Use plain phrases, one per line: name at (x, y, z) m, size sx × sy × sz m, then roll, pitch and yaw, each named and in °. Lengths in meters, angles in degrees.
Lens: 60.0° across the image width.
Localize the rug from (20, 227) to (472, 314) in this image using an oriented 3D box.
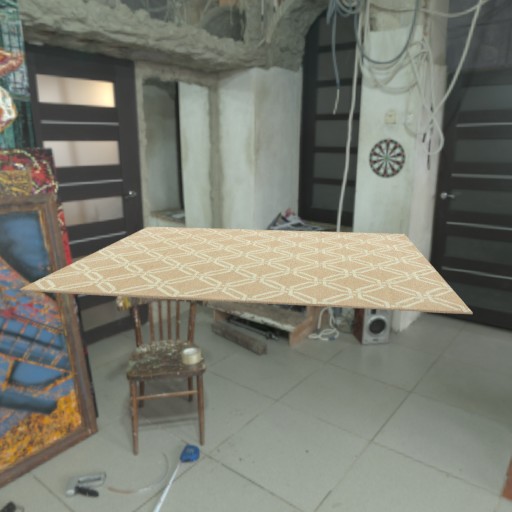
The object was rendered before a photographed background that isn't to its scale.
rug at (0.000, 0.000, 3.883) m, size 2.895 × 0.018 × 2.288 m, roll 2°, pitch 15°, yaw 8°
